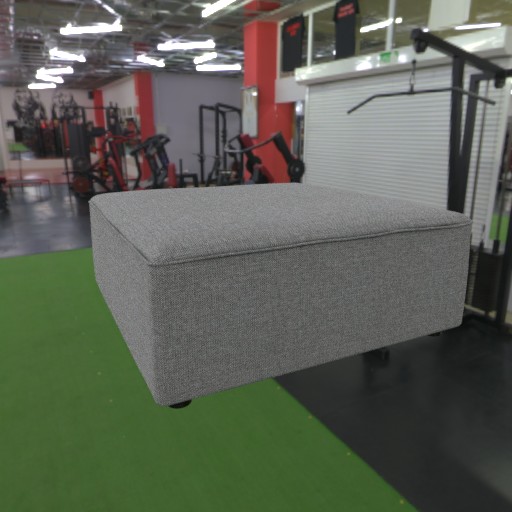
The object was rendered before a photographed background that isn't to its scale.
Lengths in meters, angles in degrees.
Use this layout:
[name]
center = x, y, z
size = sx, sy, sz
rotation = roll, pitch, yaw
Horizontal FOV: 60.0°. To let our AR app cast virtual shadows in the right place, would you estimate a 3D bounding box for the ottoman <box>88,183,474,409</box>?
[ottoman]
center = 0.000, 0.000, 1.595
size = 1.017, 0.423, 1.023
rotation = -8, 17, -25
